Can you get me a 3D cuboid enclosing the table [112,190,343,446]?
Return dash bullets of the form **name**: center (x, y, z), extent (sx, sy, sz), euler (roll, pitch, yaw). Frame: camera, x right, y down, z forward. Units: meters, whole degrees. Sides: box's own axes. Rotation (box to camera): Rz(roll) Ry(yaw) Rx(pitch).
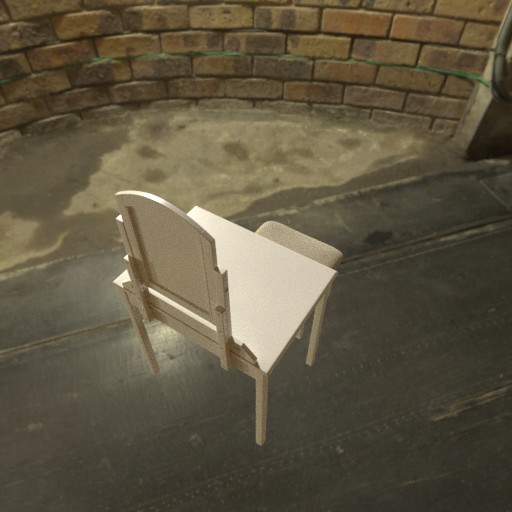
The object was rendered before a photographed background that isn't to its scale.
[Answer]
- **table**: center (0.000, 0.000, 2.343), extent (0.876, 1.631, 1.211), euler (26, 54, 21)
